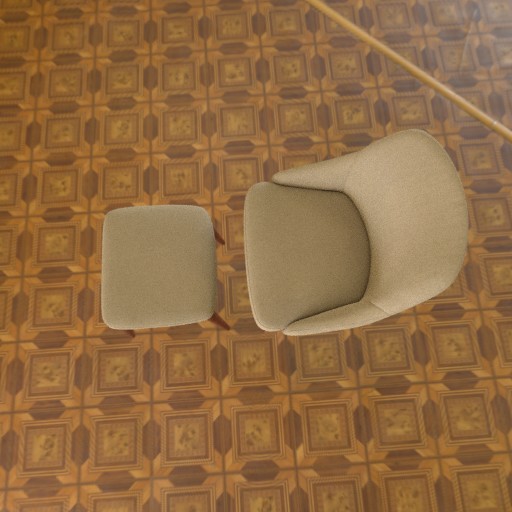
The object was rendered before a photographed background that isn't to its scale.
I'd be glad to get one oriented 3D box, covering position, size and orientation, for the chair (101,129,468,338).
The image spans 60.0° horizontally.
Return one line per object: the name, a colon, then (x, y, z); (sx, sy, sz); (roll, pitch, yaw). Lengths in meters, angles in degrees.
chair: (0.000, 0.000, 1.571); (1.114, 0.866, 0.584); (-4, 74, -1)
